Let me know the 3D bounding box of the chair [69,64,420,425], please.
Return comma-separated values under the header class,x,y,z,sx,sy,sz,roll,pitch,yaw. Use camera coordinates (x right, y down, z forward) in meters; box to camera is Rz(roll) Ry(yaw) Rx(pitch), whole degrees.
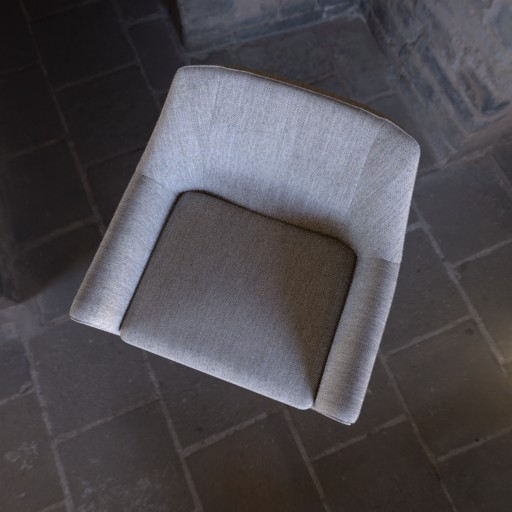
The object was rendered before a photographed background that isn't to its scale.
class,x,y,z,sx,sy,sz,roll,pitch,yaw
chair,0.000,0.000,1.372,0.796,0.761,0.758,19,76,5
